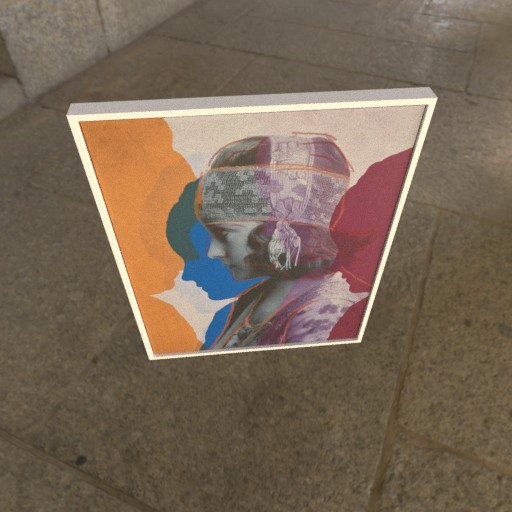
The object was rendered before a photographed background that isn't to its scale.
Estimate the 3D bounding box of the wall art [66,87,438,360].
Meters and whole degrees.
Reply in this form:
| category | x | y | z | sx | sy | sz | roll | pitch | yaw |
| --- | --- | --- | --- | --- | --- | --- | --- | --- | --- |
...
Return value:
| category | x | y | z | sx | sy | sz | roll | pitch | yaw |
| --- | --- | --- | --- | --- | --- | --- | --- | --- | --- |
| wall art | 0.000 | 0.000 | 0.736 | 0.443 | 0.549 | 0.030 | -4 | 47 | -4 |
